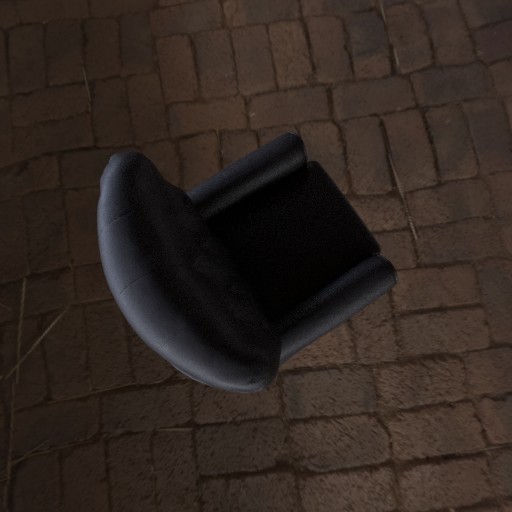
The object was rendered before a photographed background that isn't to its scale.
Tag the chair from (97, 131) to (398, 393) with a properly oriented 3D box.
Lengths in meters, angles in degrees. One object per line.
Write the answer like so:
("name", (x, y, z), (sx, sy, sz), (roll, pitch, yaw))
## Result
("chair", (0.000, 0.000, 1.984), (1.058, 1.158, 0.948), (-32, 79, -7))
